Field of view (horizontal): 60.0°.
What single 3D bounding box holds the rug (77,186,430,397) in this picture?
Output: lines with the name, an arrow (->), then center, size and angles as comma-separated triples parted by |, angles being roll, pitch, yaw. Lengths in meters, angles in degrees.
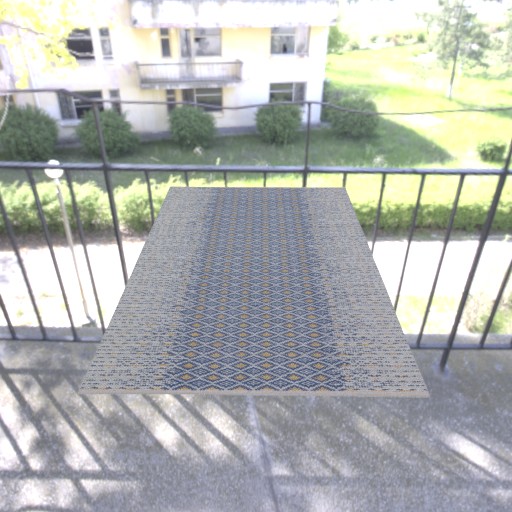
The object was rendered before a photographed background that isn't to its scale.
rug -> 0.000, 0.000, 2.304 | 1.219, 0.005, 1.828 | 0, 32, 1
